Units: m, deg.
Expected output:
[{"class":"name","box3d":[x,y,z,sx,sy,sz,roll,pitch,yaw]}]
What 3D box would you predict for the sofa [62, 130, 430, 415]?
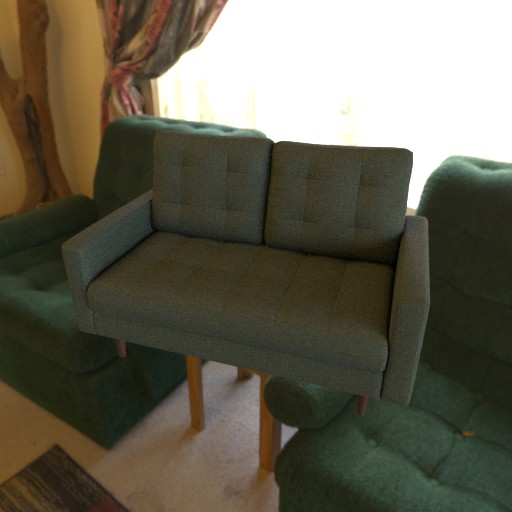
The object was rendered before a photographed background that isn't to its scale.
[{"class":"sofa","box3d":[0.000,0.000,1.952,1.407,0.907,0.842,9,29,16]}]
